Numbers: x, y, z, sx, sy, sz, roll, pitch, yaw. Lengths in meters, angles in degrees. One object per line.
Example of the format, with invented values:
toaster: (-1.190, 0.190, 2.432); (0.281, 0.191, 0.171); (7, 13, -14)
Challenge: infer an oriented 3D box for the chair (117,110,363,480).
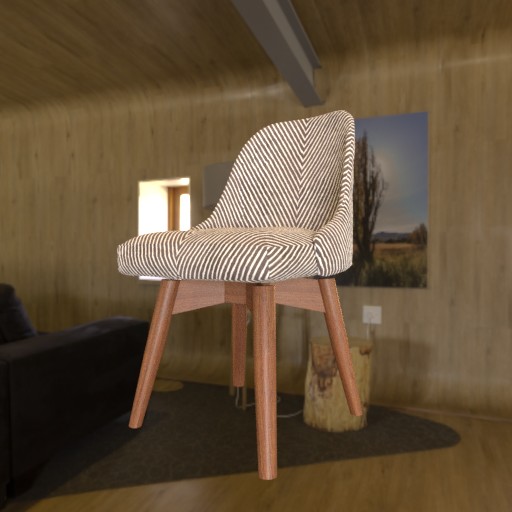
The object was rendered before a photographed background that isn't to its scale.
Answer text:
chair: (0.000, 0.000, 1.214); (0.504, 0.883, 0.591); (1, 1, 37)
